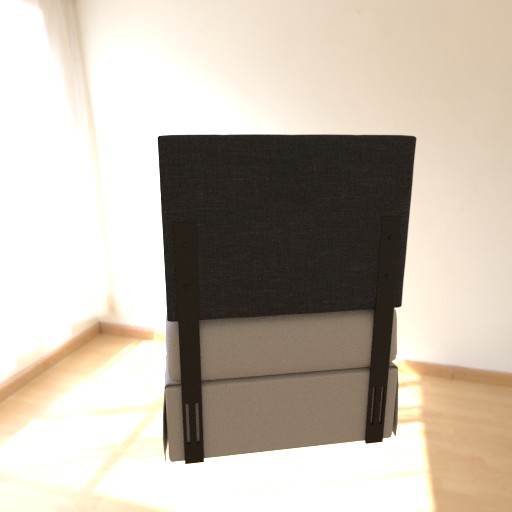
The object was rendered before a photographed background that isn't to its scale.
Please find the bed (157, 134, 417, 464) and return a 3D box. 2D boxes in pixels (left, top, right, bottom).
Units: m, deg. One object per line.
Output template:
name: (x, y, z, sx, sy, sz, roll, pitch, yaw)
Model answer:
bed: (0.000, 0.000, 3.006, 1.261, 1.571, 1.997, -2, 15, -9)
